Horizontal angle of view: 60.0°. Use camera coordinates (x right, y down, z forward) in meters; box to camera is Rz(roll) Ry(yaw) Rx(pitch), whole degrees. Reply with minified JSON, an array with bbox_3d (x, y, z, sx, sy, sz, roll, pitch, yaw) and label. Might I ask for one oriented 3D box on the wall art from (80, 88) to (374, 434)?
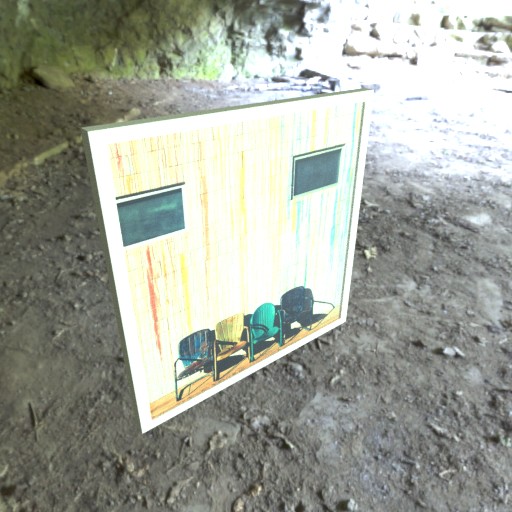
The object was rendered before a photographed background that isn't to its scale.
[{"bbox_3d":[0.000,0.000,1.160,0.760,0.760,0.036,-21,35,-33],"label":"wall art"}]
